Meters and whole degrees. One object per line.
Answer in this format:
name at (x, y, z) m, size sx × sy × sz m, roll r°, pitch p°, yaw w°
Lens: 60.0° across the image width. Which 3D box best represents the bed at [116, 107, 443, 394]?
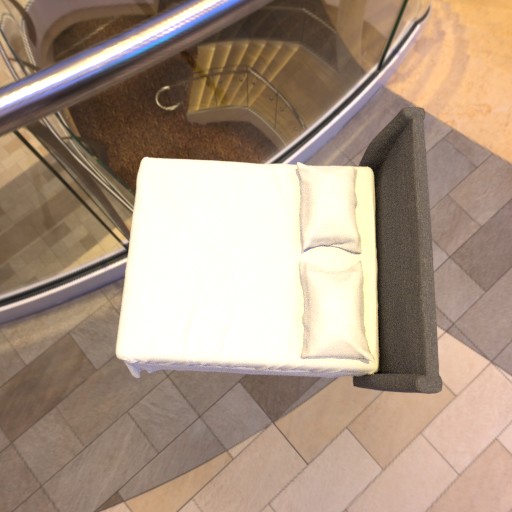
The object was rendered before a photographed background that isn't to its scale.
bed at (0.000, 0.000, 3.454) m, size 2.276 × 1.332 × 1.925 m, roll 3°, pitch 74°, yaw 1°
